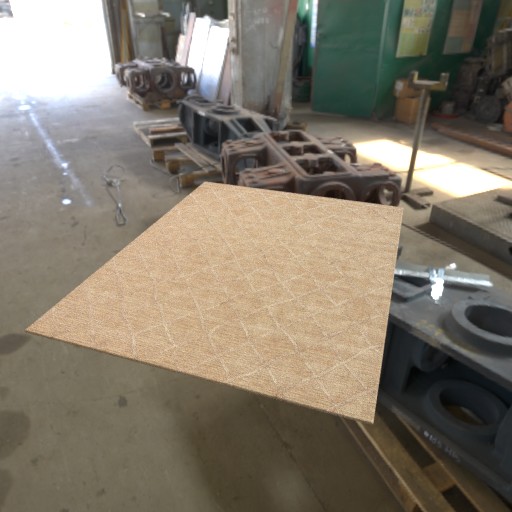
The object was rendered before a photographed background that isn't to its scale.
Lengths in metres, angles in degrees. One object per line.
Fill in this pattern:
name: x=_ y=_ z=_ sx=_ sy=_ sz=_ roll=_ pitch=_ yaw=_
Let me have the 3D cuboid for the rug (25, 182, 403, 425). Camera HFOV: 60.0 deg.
rug: x=0.000 y=0.000 z=4.032 sx=2.420 sy=0.019 sz=3.039 roll=10 pitch=32 yaw=16
